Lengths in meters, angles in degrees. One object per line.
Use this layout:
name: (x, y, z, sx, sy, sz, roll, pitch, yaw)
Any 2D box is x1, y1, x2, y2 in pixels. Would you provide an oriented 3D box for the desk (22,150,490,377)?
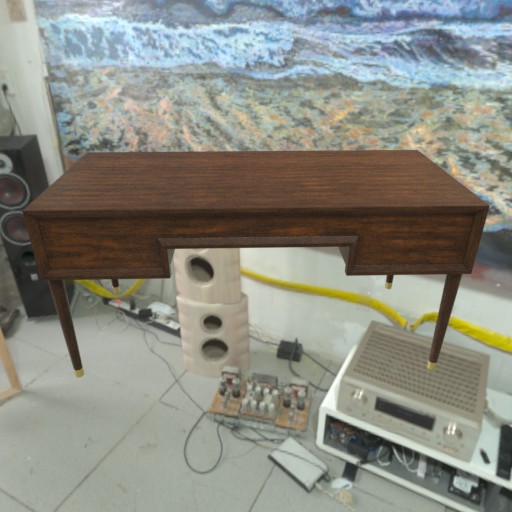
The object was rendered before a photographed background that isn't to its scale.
desk: (0.000, 0.000, 1.992, 1.575, 0.762, 0.724, -1, 29, -1)
